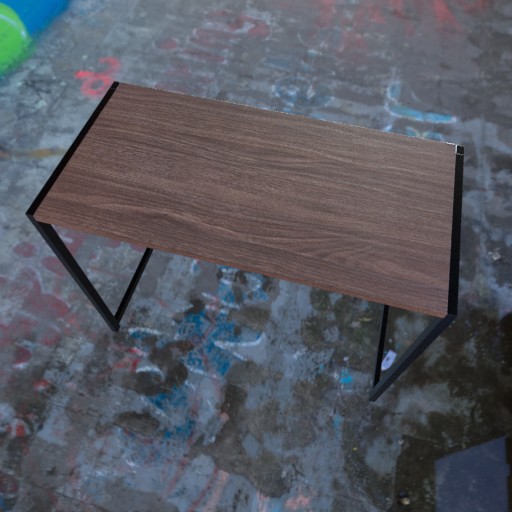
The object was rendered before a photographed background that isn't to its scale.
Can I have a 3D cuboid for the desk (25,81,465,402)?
[{"bbox_3d":[0.000,0.000,1.446,1.016,0.762,0.508,13,60,8],"label":"desk"}]
